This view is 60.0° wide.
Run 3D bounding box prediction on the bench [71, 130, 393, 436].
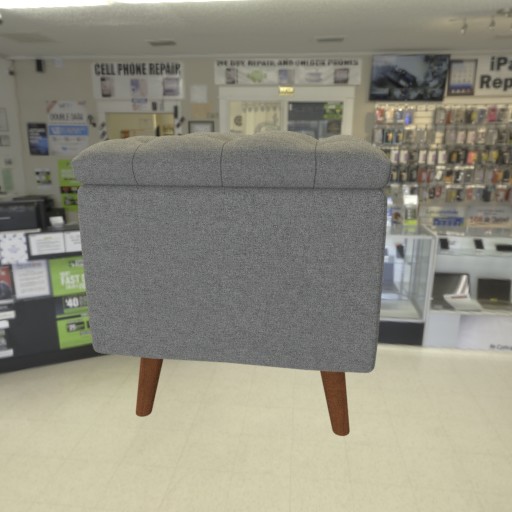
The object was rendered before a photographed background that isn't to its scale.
[{"bbox_3d":[0.000,0.000,0.871,0.417,0.469,0.572,2,15,8],"label":"bench"}]
